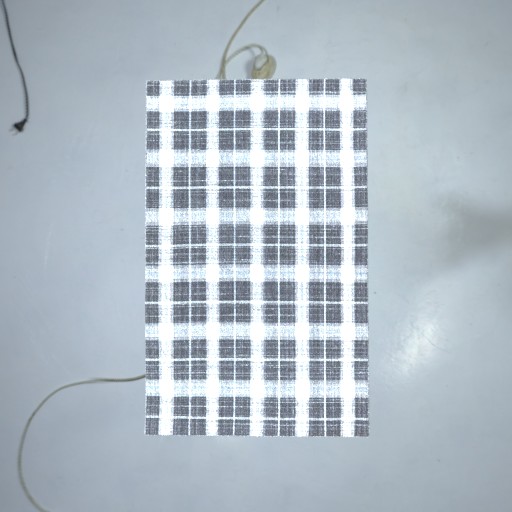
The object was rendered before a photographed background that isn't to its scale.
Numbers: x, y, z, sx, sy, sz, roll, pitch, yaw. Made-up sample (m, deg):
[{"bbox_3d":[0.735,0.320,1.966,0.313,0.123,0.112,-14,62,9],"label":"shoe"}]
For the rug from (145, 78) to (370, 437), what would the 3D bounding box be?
[{"bbox_3d":[0.000,0.000,3.015,1.520,0.015,2.434,0,89,1],"label":"rug"}]
